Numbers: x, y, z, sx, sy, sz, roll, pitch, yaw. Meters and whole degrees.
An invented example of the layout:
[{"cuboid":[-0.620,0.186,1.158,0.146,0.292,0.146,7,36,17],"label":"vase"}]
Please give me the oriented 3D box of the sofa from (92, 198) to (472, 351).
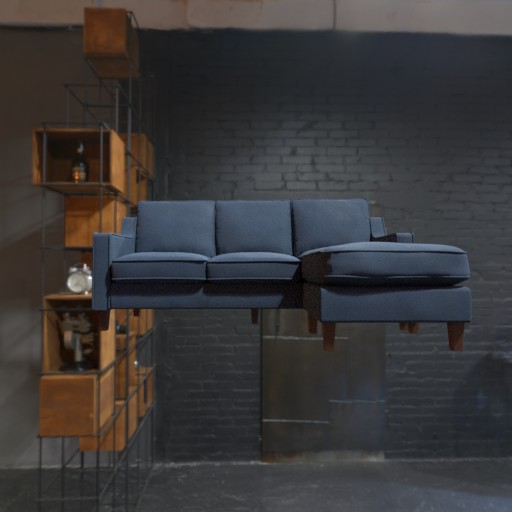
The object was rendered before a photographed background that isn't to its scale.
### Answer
[{"cuboid":[0.000,0.000,3.238,2.317,1.066,1.858,0,-1,-1],"label":"sofa"}]
